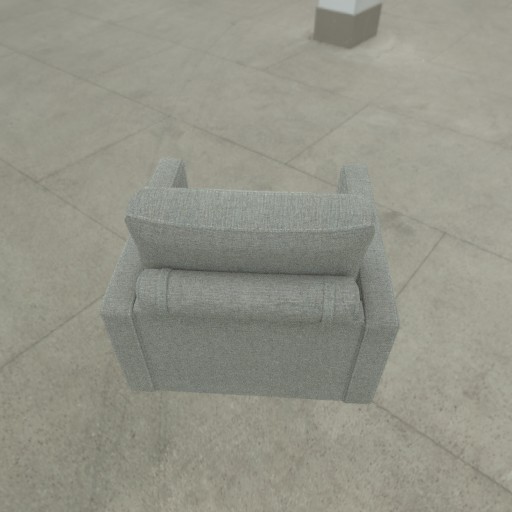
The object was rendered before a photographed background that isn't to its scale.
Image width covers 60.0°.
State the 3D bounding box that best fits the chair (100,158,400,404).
[{"bbox_3d":[0.000,0.000,1.541,0.821,0.880,0.843,2,44,3],"label":"chair"}]
